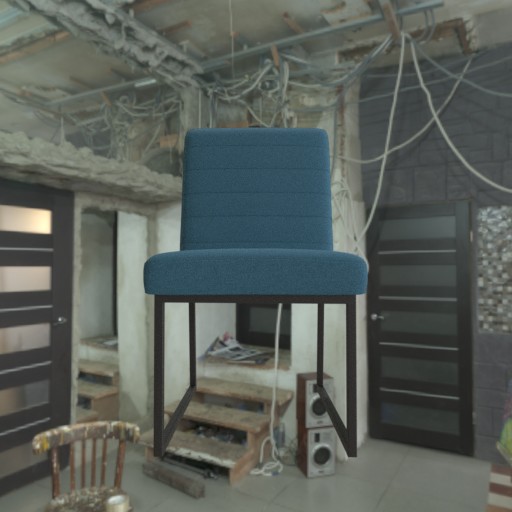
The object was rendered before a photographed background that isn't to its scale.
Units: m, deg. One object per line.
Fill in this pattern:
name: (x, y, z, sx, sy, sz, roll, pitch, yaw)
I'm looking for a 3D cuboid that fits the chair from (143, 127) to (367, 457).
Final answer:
chair: (0.000, 0.000, 1.317, 0.520, 0.930, 0.634, 0, -1, 0)
